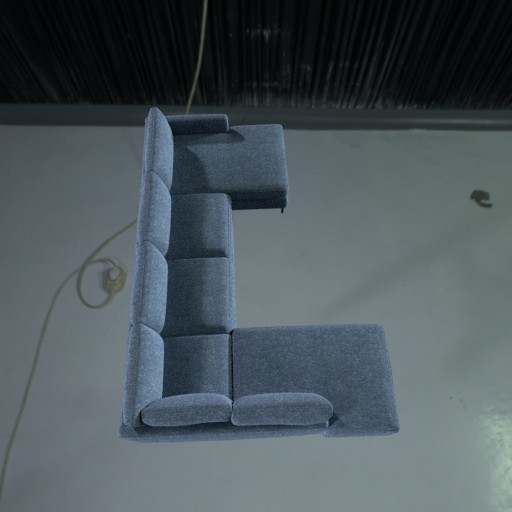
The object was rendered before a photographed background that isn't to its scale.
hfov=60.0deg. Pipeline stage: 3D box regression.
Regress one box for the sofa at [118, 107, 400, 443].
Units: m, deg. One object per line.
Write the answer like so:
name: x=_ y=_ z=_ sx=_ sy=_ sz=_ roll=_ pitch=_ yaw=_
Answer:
sofa: x=0.000 y=0.000 z=3.573 sx=1.879 sy=0.756 sz=2.737 roll=-2 pitch=64 yaw=-1
